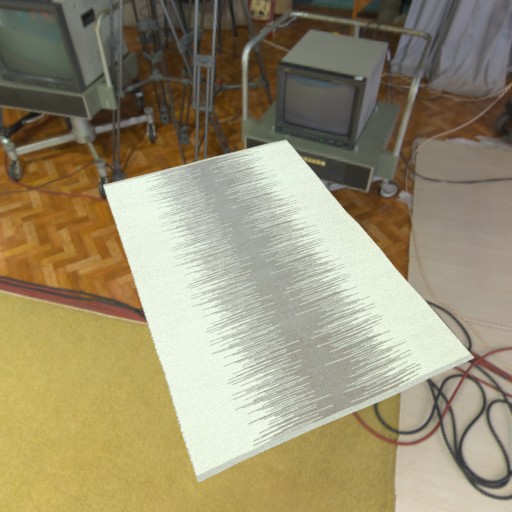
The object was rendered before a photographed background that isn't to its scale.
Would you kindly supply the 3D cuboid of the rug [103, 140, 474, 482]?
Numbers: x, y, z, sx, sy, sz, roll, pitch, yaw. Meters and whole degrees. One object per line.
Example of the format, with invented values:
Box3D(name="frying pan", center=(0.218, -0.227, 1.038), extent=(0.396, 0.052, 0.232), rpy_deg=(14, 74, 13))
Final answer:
Box3D(name="rug", center=(0.000, 0.000, 2.270), extent=(1.226, 0.007, 1.815), rpy_deg=(-18, 50, -16))
